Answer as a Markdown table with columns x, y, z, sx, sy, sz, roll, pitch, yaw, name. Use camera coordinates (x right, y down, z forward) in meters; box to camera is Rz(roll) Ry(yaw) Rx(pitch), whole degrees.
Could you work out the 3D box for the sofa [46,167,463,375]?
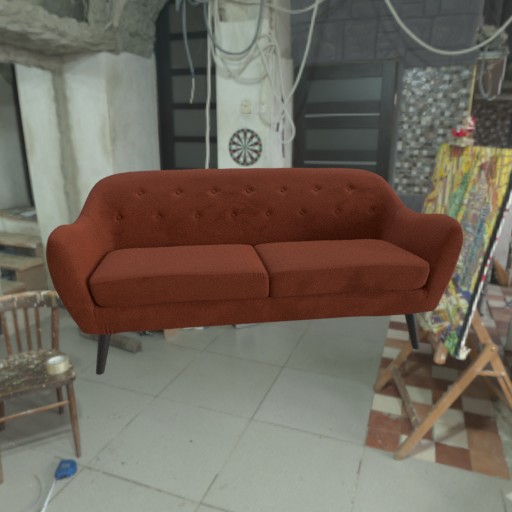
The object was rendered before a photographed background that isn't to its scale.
| x | y | z | sx | sy | sz | roll | pitch | yaw | name |
| --- | --- | --- | --- | --- | --- | --- | --- | --- | --- |
| 0.000 | 0.000 | 2.298 | 1.840 | 0.836 | 0.820 | -2 | 16 | -9 | sofa |
